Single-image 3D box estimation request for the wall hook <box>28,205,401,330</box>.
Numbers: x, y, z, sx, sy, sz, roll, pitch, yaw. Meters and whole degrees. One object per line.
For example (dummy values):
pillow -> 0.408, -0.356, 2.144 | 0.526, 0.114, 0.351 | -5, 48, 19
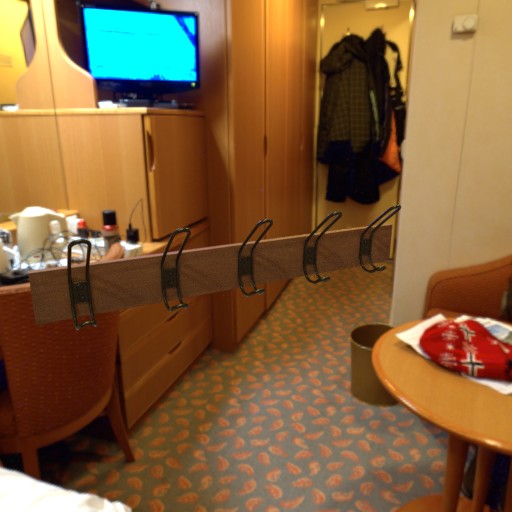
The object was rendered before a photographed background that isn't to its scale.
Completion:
wall hook -> 0.000, 0.000, 0.606 | 0.554, 0.116, 0.076 | -8, 18, -27
